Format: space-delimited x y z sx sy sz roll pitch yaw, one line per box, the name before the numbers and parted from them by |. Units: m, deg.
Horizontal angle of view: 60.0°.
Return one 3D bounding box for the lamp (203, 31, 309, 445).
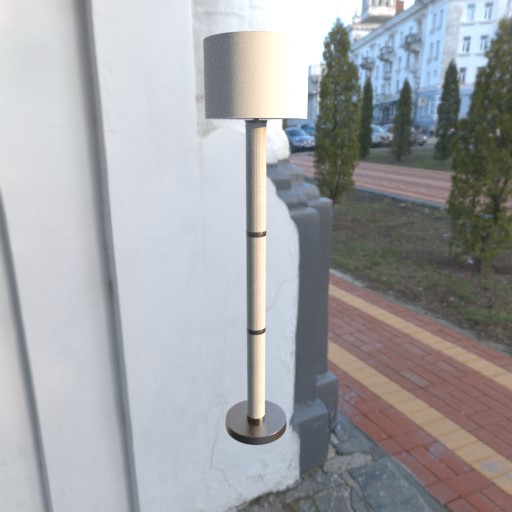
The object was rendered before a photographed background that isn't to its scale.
lamp | 0.000 0.000 1.798 0.377 1.599 0.377 -3 17 -9
